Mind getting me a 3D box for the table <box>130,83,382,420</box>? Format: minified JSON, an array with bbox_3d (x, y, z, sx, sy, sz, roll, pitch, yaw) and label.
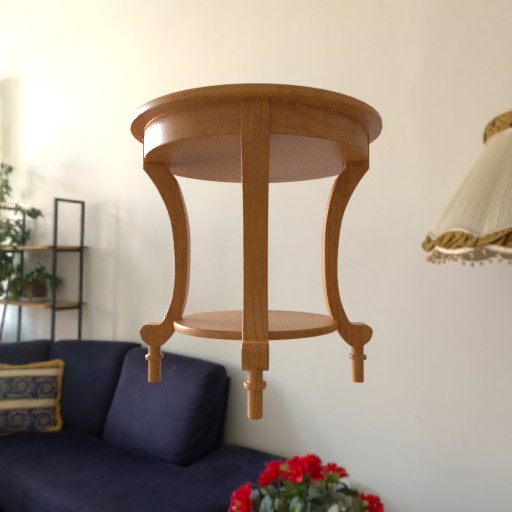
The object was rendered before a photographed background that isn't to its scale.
[{"bbox_3d":[0.000,0.000,1.086,0.597,0.612,0.597,0,-1,0],"label":"table"}]
